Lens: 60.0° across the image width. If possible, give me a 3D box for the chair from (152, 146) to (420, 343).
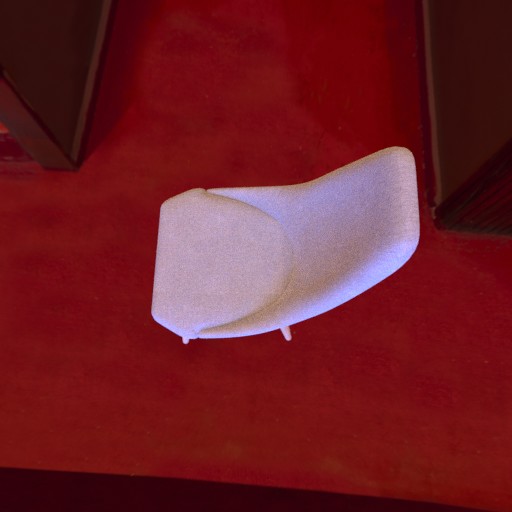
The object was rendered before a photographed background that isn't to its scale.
[{"bbox_3d":[0.000,0.000,1.398,0.660,1.040,0.510,2,75,0],"label":"chair"}]
